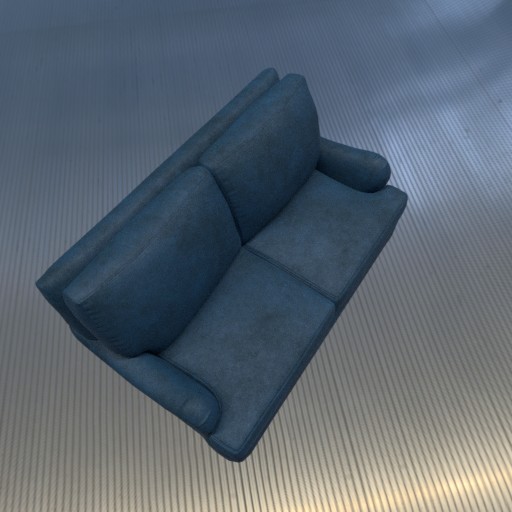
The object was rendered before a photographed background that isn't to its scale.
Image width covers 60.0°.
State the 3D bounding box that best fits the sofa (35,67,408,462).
[{"bbox_3d":[0.000,0.000,2.467,1.084,1.101,1.853,31,63,17],"label":"sofa"}]
